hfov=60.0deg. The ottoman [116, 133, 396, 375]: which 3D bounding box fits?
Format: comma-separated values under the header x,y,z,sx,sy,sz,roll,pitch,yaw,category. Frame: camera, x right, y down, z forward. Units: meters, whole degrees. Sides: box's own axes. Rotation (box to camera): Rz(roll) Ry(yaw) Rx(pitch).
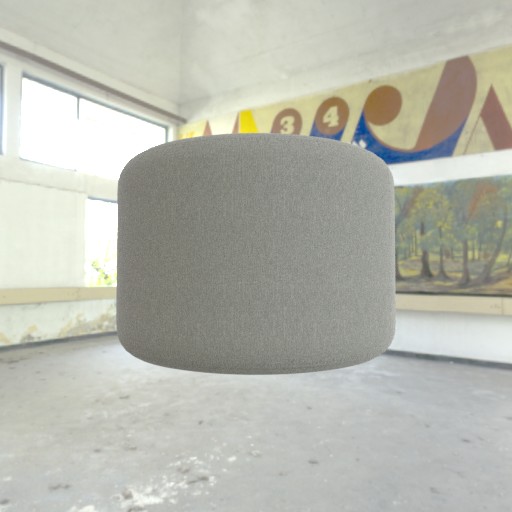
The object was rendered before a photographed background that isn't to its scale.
x,y,z,sx,sy,sz,roll,pitch,yaw,category
0.000,0.000,1.014,0.608,0.433,0.608,0,-2,0,ottoman
